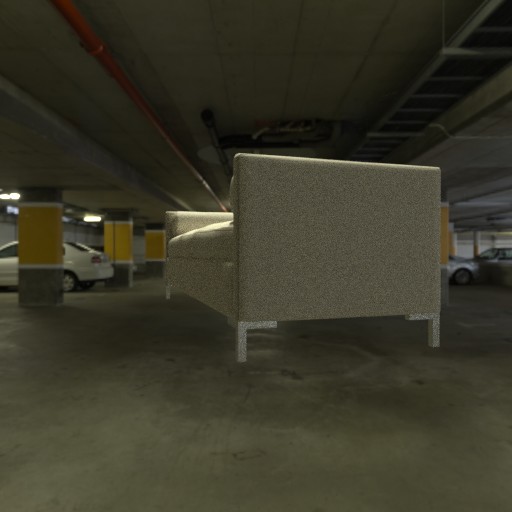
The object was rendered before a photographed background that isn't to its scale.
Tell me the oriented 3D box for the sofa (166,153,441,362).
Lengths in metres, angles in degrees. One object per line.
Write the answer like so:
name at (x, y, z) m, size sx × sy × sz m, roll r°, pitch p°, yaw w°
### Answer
sofa at (0.000, 0.000, 2.480) m, size 0.797 × 0.655 × 2.102 m, roll 0°, pitch 0°, yaw -18°
